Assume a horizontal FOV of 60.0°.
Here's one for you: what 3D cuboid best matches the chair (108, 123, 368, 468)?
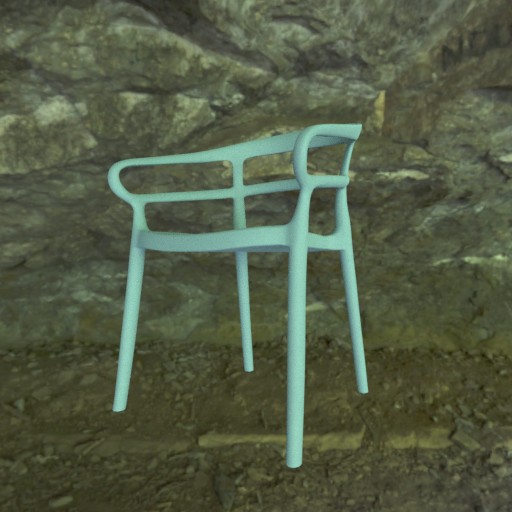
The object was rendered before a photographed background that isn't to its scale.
[{"bbox_3d":[0.000,0.000,1.138,0.559,0.761,0.527,0,1,35],"label":"chair"}]
